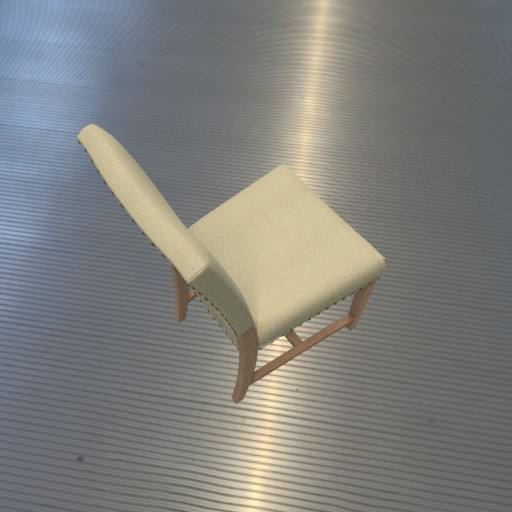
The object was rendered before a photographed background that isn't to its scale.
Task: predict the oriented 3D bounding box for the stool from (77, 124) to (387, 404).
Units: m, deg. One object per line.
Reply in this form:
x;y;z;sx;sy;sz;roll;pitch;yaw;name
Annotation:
0.000;0.000;1.322;0.623;0.986;0.508;-32;63;-19;stool
